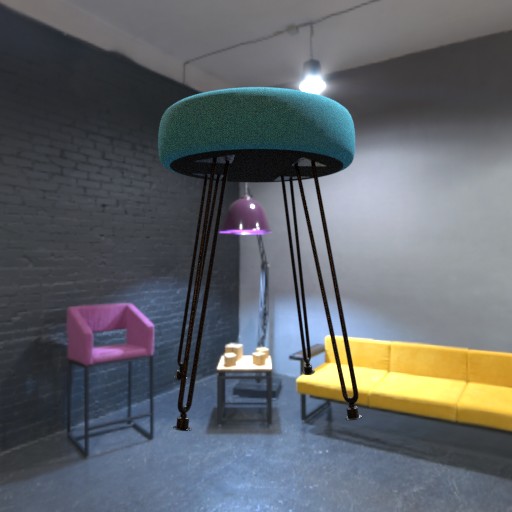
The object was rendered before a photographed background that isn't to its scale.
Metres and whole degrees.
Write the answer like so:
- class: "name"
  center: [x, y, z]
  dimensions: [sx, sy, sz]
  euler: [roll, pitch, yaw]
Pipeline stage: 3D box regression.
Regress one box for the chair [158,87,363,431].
- class: "chair"
  center: [0.000, 0.000, 0.693]
  dimensions: [0.350, 0.440, 0.350]
  euler: [0, 0, 36]
